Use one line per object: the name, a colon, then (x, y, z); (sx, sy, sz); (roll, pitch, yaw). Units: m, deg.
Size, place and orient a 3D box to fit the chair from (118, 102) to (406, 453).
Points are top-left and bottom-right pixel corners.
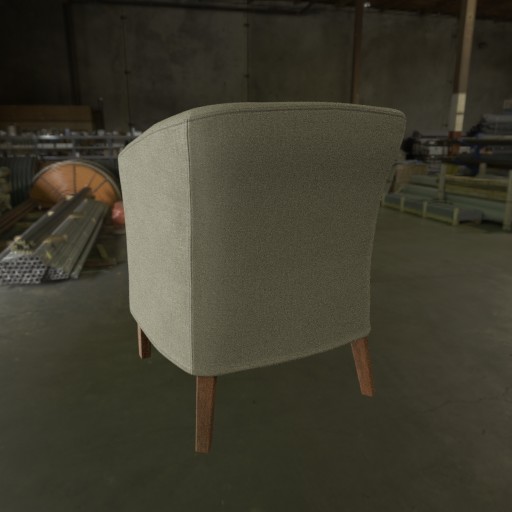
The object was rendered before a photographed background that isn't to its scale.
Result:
chair: (0.000, 0.000, 1.235); (0.600, 0.771, 0.668); (-8, 17, -27)
